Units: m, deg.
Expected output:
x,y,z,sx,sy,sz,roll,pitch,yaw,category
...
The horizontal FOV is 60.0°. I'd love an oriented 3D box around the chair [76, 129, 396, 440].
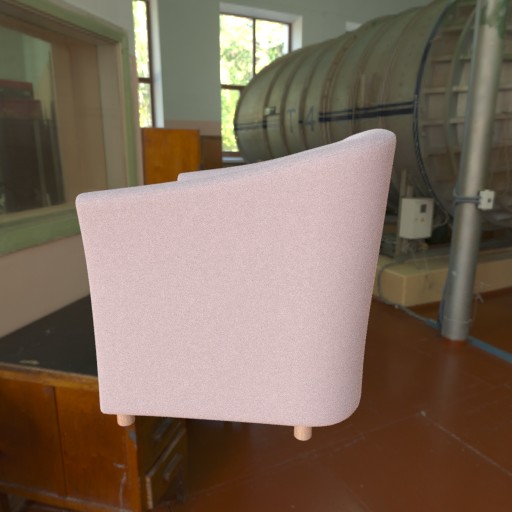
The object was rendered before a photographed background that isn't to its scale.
x,y,z,sx,sy,sz,roll,pitch,yaw,category
0.000,0.000,1.327,0.700,0.720,0.790,2,14,7,chair
